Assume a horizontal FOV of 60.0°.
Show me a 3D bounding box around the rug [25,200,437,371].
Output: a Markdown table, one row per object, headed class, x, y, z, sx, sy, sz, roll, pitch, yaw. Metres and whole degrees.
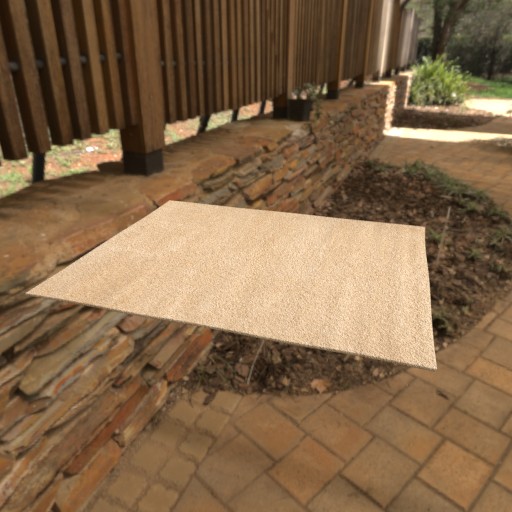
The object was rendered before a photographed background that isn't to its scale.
| class | x | y | z | sx | sy | sz | roll | pitch | yaw |
| --- | --- | --- | --- | --- | --- | --- | --- | --- | --- |
| rug | 0.000 | 0.000 | 4.071 | 3.000 | 0.025 | 2.400 | 8 | 26 | 16 |
